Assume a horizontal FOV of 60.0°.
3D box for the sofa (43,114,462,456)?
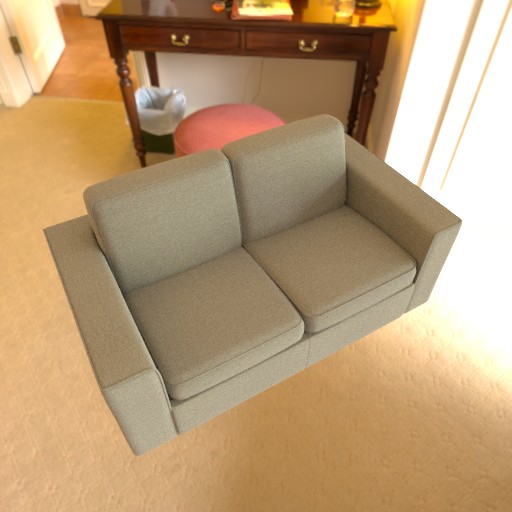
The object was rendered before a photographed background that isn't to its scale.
[{"bbox_3d":[0.000,0.000,2.303,1.812,0.924,1.007,-23,50,-20],"label":"sofa"}]
